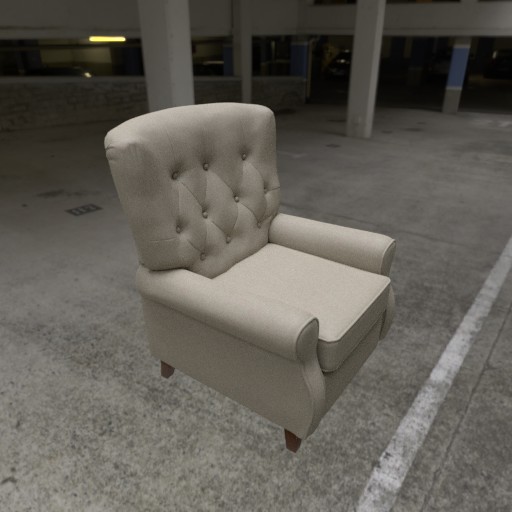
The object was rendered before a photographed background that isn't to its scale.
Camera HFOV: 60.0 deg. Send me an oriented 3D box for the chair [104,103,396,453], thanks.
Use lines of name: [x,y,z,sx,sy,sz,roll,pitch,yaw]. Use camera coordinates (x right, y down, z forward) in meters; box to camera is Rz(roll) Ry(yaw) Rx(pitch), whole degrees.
chair: [0.000,0.000,1.908,1.059,1.158,0.943,18,32,32]
